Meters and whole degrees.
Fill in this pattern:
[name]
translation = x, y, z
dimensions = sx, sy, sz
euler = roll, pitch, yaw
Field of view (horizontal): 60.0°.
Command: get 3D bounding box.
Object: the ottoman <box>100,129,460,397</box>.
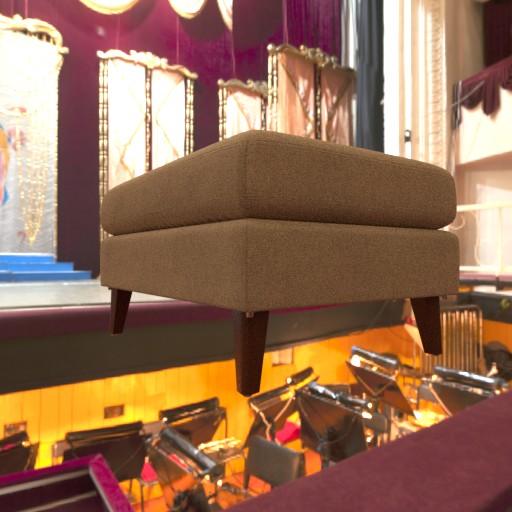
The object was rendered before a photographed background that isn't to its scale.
[ottoman]
translation = 0.000, 0.000, 1.196
dimensions = 0.610, 0.478, 0.823
euler = 0, 0, -35
